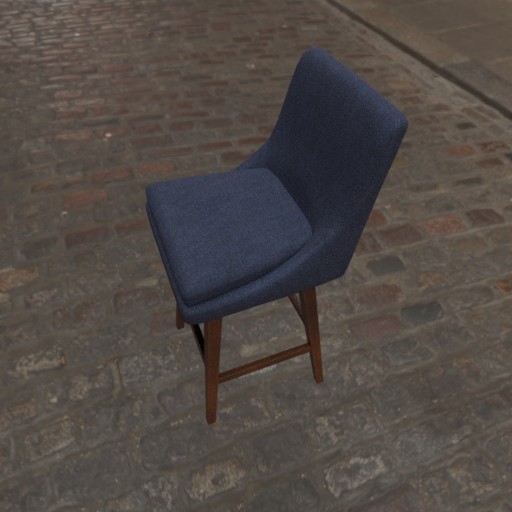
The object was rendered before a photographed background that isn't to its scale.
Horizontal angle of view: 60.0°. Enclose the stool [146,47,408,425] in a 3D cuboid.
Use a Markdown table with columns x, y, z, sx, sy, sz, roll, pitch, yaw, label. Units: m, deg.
| x | y | z | sx | sy | sz | roll | pitch | yaw | label |
| --- | --- | --- | --- | --- | --- | --- | --- | --- | --- |
| 0.000 | 0.000 | 1.395 | 0.572 | 1.068 | 0.489 | -16 | 49 | -15 | stool |
